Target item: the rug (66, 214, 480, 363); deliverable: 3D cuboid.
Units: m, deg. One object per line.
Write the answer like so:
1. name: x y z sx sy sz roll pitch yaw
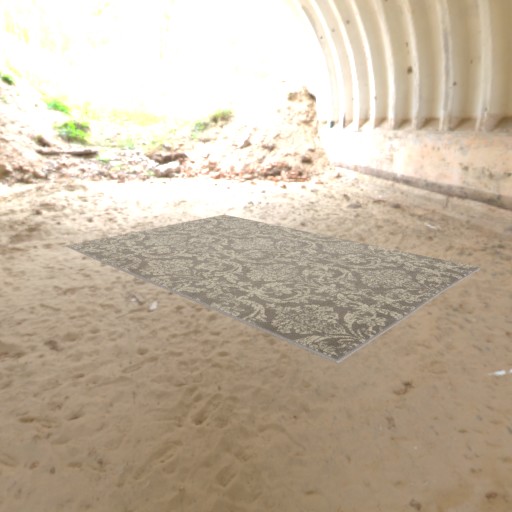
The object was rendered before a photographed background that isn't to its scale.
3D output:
1. rug: 0.000 0.000 3.479 2.746 0.018 1.819 16 23 42
